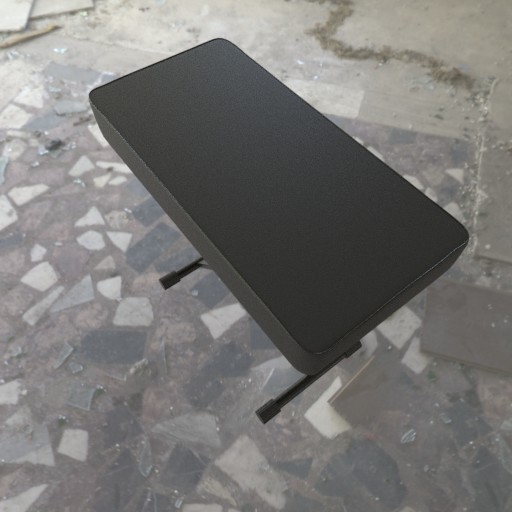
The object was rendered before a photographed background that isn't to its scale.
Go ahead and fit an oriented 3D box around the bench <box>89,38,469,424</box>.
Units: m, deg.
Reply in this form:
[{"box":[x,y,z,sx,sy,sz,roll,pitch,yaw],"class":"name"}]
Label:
[{"box":[0.000,0.000,0.911,0.300,0.561,0.600,-32,62,-19],"class":"bench"}]
